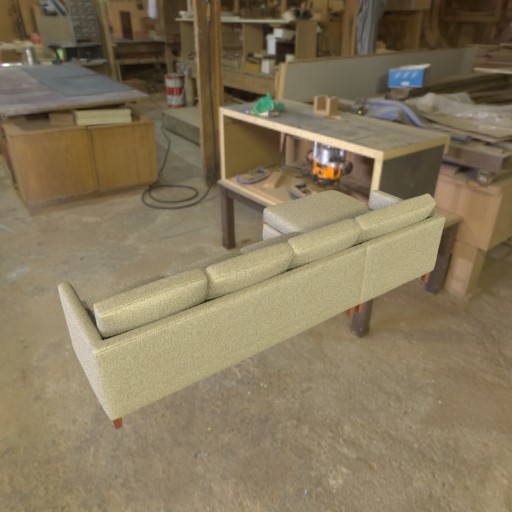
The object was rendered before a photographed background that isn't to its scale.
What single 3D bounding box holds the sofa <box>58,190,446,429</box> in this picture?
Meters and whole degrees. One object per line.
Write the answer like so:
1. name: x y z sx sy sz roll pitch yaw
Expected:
1. sofa: 0.000 0.000 3.864 3.201 0.876 1.502 -19 35 -29
